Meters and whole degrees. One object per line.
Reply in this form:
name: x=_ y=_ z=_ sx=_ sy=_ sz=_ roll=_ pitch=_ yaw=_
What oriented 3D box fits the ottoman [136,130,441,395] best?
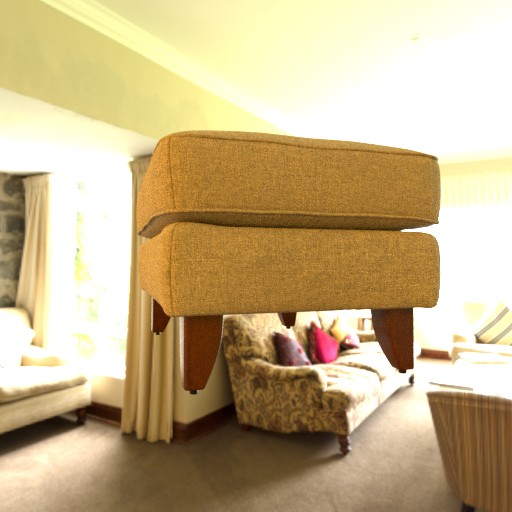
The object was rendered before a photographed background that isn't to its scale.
ottoman: x=0.000 y=0.000 z=1.321 sx=0.661 sy=0.561 sz=0.889 roll=0 pitch=-1 yaw=-18
